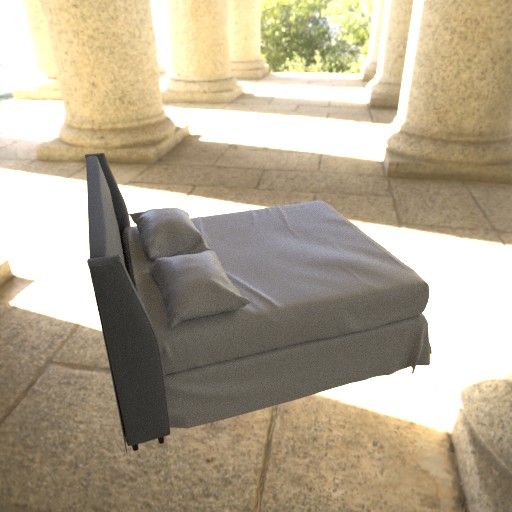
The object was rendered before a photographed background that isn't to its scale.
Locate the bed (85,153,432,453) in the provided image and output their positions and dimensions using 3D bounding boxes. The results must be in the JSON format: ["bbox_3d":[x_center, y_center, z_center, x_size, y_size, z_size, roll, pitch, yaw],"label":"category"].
[{"bbox_3d":[0.000,0.000,3.404,2.276,1.332,1.925,-9,30,-17],"label":"bed"}]
